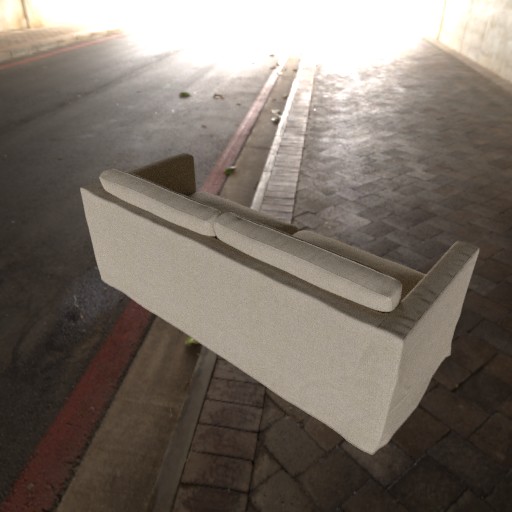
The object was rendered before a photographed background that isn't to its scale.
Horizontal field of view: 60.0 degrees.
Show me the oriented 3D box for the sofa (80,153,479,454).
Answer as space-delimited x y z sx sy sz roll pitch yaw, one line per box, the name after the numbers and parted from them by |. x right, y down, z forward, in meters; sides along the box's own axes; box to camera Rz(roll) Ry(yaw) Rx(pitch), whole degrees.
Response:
0.000 0.000 2.737 2.296 0.847 0.956 24 39 33 | sofa
